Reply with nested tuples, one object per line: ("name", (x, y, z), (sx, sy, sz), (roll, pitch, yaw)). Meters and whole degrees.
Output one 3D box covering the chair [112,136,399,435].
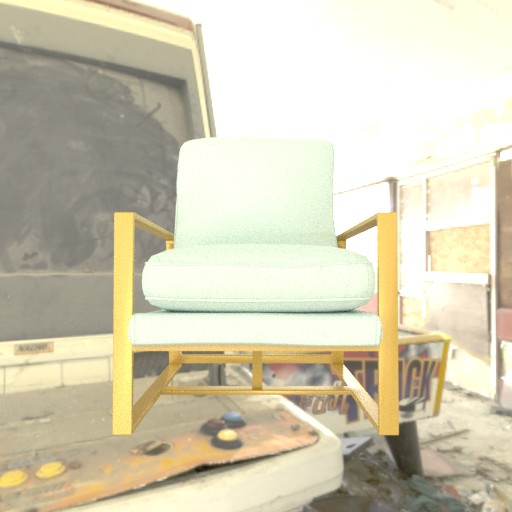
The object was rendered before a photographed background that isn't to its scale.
("chair", (0.000, 0.000, 1.541), (0.758, 0.956, 0.813), (0, -1, 0))
